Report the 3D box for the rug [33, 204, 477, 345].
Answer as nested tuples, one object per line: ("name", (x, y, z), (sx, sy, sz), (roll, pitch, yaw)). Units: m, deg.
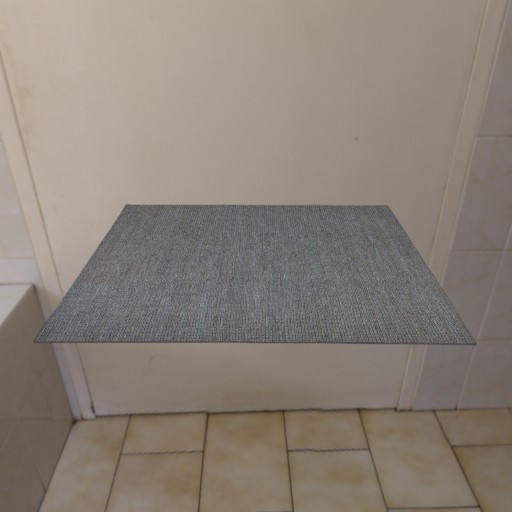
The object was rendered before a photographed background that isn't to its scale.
("rug", (0.000, 0.000, 4.112), (3.068, 0.021, 2.456), (0, 29, 0))
